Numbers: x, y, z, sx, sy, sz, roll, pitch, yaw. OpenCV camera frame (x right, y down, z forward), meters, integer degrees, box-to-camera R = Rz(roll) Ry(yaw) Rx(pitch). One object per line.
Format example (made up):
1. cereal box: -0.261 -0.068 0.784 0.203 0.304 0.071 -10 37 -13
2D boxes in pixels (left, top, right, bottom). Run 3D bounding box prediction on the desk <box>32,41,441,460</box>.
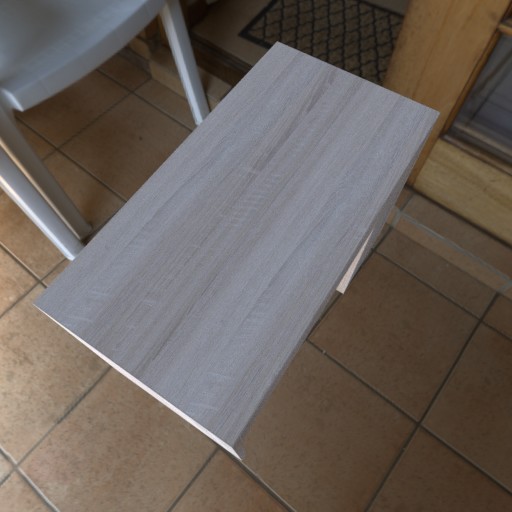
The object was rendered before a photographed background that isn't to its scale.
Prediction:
1. desk: 0.000 0.000 1.517 0.600 0.731 1.100 30 67 14
